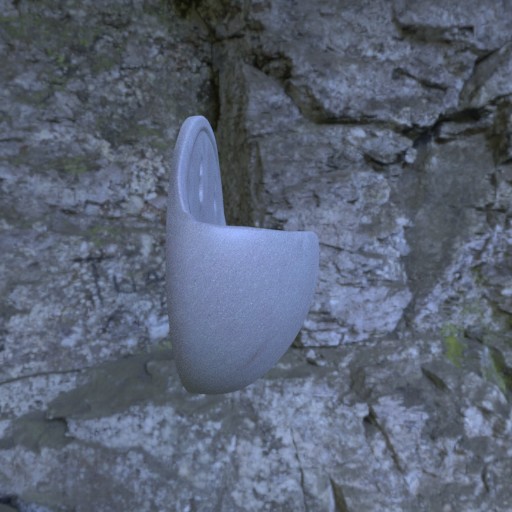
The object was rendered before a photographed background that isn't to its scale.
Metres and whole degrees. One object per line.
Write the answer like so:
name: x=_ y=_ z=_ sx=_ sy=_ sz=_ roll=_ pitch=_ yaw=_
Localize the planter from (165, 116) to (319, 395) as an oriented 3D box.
planter: x=0.000 y=0.000 z=0.275 sx=0.073 sy=0.164 sz=0.190 roll=0 pitch=0 yaw=2
